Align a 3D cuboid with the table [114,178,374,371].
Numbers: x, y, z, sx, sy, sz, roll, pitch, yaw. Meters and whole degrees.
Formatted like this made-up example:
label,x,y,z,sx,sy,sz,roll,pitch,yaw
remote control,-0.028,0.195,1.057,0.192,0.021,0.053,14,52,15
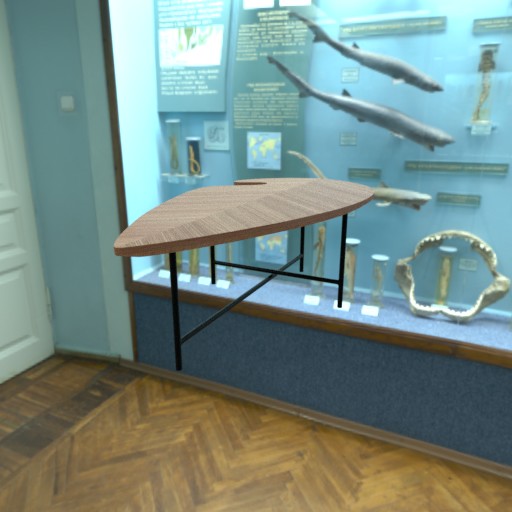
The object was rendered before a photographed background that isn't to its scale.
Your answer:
label,x,y,z,sx,sy,sz,roll,pitch,yaw
table,0.000,0.000,1.420,0.598,0.360,1.199,8,19,26
